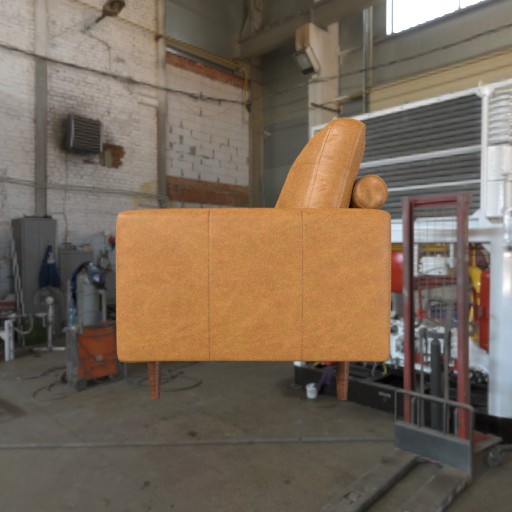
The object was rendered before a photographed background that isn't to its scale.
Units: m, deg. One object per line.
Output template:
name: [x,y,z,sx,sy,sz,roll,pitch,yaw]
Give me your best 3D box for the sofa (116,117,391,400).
sofa: [0.000,0.000,1.974,0.868,0.898,1.430,0,1,0]
